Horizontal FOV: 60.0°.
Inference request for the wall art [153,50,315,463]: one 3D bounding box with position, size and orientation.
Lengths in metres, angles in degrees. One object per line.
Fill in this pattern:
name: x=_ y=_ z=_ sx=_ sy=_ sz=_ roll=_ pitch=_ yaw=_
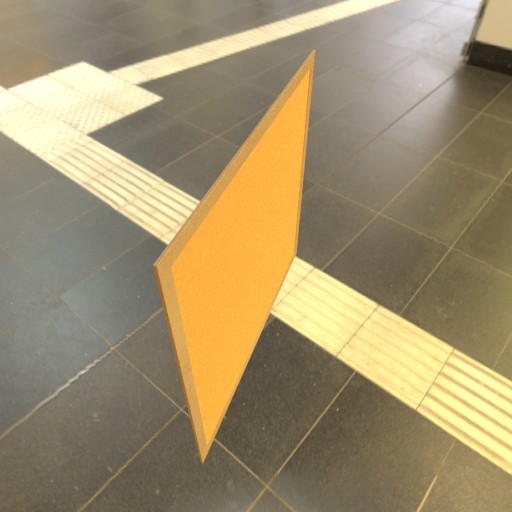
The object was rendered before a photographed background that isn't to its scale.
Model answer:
wall art: x=0.000 y=0.000 z=1.640 sx=0.025 sy=1.067 sz=1.168 roll=15 pitch=48 yaw=14
